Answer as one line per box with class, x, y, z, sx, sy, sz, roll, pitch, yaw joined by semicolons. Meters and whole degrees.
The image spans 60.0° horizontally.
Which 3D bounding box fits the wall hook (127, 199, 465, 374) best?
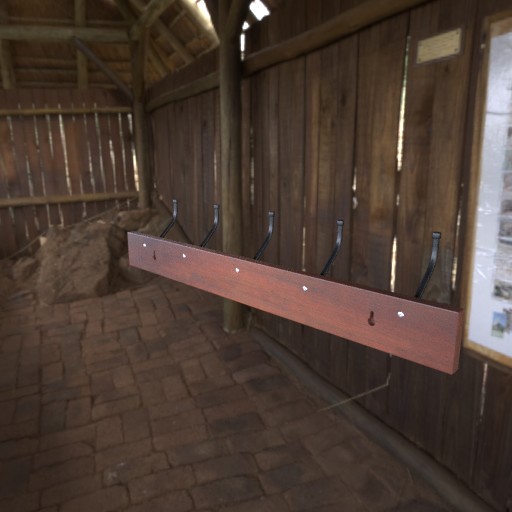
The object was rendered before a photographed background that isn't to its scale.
wall hook;0.000;0.000;0.609;0.071;0.117;0.571;-13;18;-43
